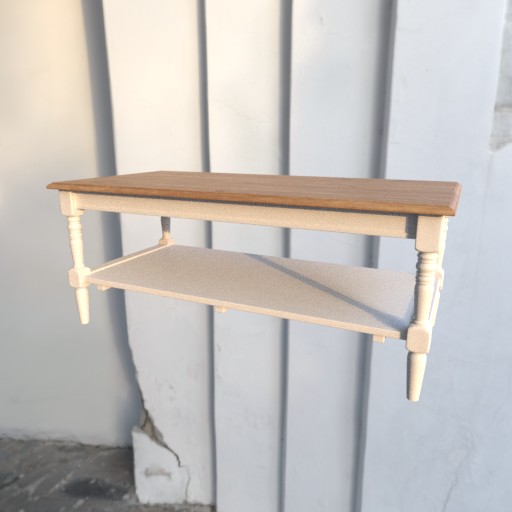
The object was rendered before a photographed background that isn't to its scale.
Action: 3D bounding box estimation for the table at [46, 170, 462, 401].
[{"bbox_3d":[0.000,0.000,1.387,1.118,0.458,0.559,7,16,24],"label":"table"}]
